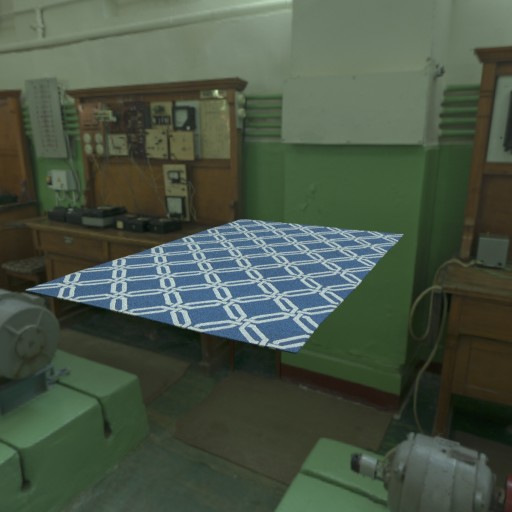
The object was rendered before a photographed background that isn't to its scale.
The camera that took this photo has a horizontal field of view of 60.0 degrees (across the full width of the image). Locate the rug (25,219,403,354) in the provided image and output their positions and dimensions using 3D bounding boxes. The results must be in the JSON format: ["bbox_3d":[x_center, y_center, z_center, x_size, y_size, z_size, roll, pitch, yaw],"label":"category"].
[{"bbox_3d":[0.000,0.000,2.227,1.153,0.010,1.755,8,17,26],"label":"rug"}]
